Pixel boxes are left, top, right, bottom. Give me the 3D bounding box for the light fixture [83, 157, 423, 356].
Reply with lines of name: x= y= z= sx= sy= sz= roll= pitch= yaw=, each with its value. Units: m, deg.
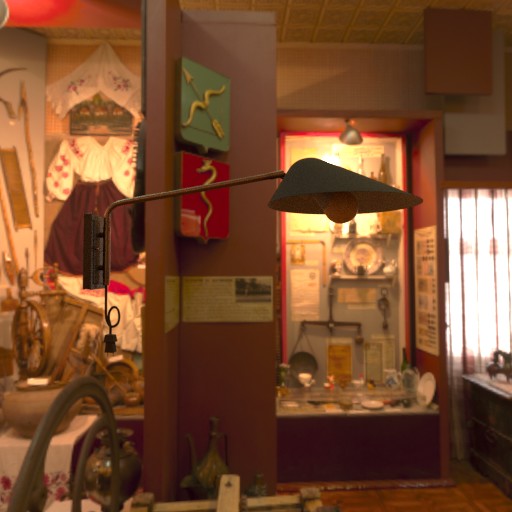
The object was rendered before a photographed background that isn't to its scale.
light fixture: x=0.000 y=0.000 z=0.701 sx=0.516 sy=0.312 sz=0.240 roll=0 pitch=-2 yaw=-1
